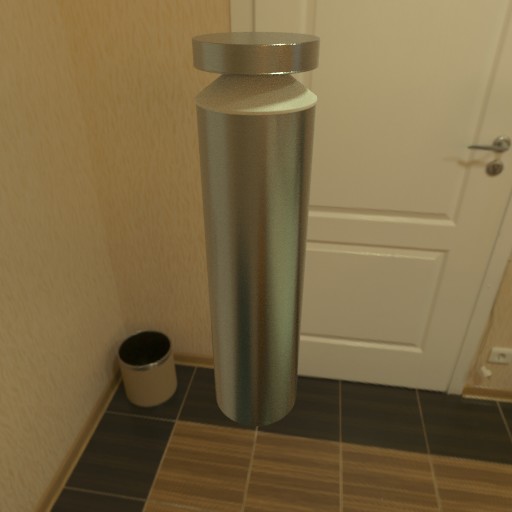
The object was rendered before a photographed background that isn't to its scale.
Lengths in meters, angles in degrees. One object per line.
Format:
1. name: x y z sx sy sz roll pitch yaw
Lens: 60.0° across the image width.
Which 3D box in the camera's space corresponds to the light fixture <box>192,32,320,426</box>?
1. light fixture: 0.000 0.000 0.451 0.102 0.400 0.102 -11 33 -17
